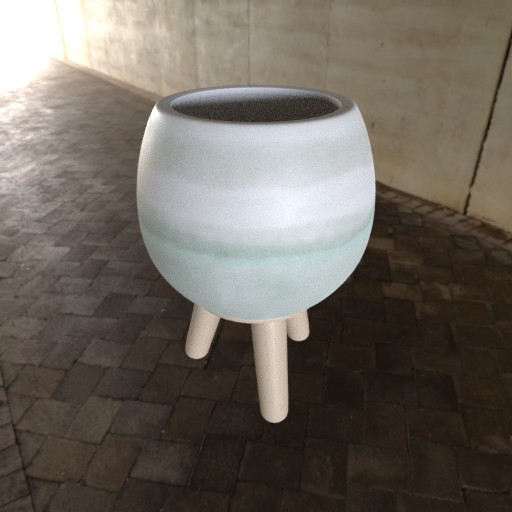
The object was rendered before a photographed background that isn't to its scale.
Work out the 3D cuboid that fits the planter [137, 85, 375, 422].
[{"bbox_3d":[0.000,0.000,0.333,0.161,0.224,0.161,0,30,0],"label":"planter"}]
